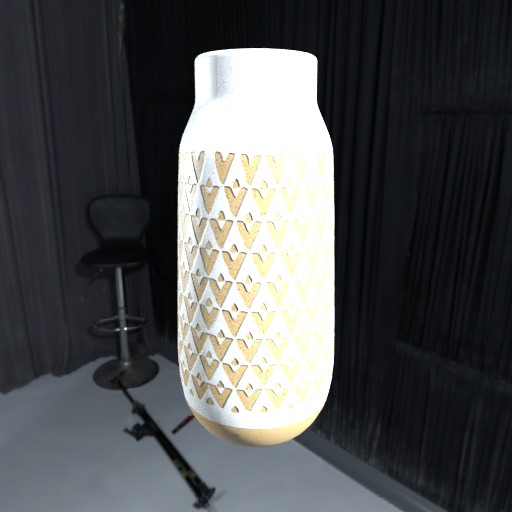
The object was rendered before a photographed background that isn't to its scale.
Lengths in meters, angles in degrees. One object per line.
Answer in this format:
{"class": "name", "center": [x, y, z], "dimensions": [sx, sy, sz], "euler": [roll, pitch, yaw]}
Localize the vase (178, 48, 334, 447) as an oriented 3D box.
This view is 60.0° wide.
{"class": "vase", "center": [0.000, 0.000, 0.373], "dimensions": [0.137, 0.307, 0.137], "euler": [0, 16, 0]}
